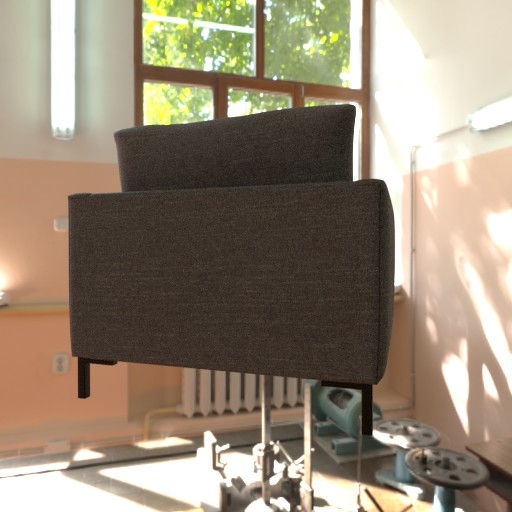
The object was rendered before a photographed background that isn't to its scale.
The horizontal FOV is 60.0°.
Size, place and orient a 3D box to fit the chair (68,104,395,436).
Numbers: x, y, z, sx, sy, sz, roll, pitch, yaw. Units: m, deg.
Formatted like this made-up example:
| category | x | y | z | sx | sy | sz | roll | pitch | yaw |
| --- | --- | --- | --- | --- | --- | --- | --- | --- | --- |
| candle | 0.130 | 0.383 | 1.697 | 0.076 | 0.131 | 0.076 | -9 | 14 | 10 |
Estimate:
| category | x | y | z | sx | sy | sz | roll | pitch | yaw |
| --- | --- | --- | --- | --- | --- | --- | --- | --- | --- |
| chair | 0.000 | 0.000 | 1.570 | 0.940 | 0.841 | 0.845 | 0 | 1 | 18 |
